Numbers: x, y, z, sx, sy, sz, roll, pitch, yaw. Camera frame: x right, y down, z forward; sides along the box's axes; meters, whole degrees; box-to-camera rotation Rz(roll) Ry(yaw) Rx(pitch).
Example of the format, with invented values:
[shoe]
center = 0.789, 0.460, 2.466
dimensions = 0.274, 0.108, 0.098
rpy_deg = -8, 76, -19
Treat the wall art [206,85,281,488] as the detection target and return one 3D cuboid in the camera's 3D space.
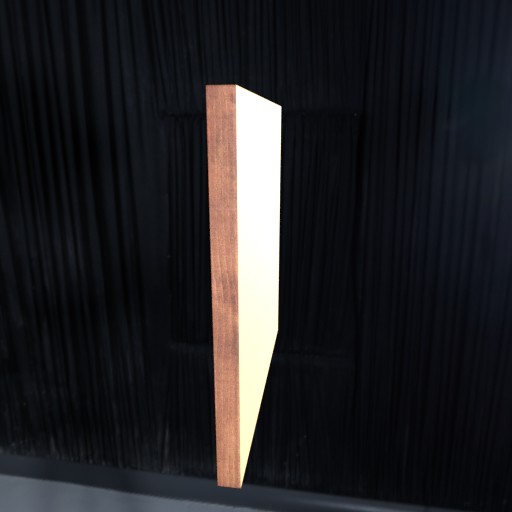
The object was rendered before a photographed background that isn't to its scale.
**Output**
[wall art]
center = 0.000, 0.000, 0.857
dimensions = 0.037, 0.572, 0.554
rpy_deg = 2, 16, 8
